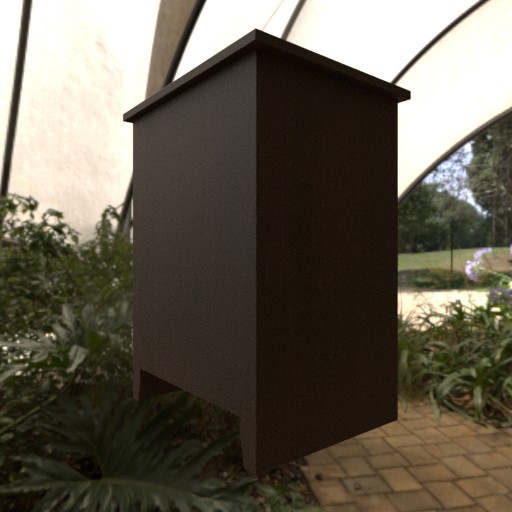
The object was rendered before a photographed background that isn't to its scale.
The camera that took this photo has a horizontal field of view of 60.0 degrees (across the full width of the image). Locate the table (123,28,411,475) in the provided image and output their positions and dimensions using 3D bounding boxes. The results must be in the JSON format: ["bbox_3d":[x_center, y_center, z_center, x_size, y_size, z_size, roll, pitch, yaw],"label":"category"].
[{"bbox_3d":[0.000,0.000,0.923,0.381,0.635,0.480,0,0,-38],"label":"table"}]
